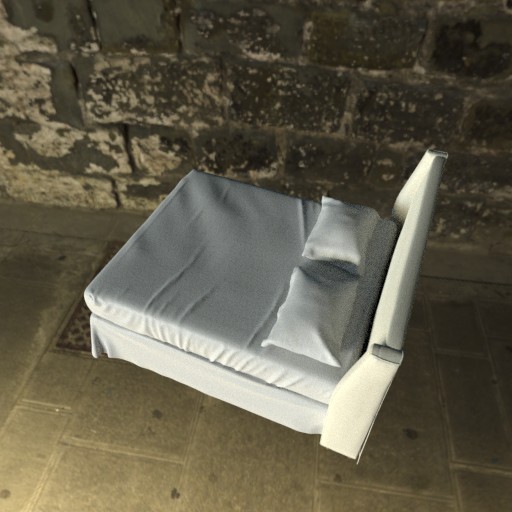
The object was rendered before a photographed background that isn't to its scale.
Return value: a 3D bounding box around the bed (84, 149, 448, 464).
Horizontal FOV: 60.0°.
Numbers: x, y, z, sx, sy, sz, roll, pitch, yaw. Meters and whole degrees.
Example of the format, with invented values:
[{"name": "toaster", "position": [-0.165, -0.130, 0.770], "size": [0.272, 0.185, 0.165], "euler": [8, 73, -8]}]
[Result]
[{"name": "bed", "position": [0.000, 0.000, 3.401], "size": [2.276, 1.332, 1.925], "euler": [17, 49, 16]}]
